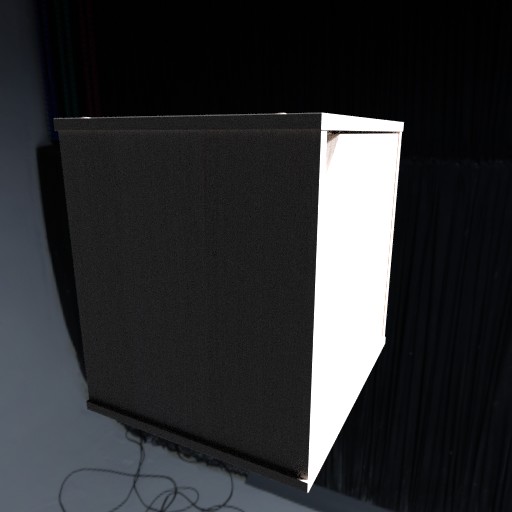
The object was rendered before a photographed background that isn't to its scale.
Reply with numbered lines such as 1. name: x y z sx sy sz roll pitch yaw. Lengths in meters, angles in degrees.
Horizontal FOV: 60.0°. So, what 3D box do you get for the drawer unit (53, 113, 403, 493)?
1. drawer unit: 0.000 0.000 0.588 0.290 0.344 0.349 8 17 26
